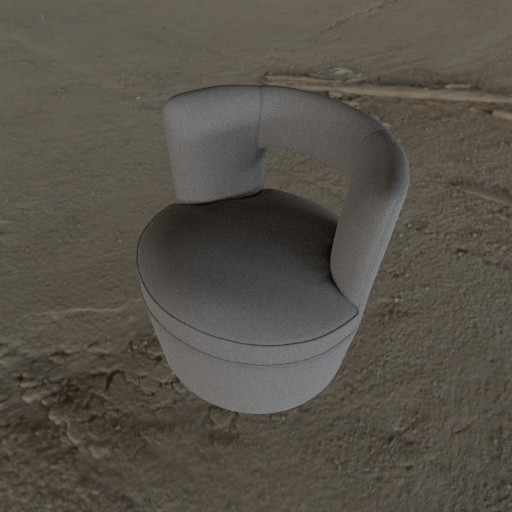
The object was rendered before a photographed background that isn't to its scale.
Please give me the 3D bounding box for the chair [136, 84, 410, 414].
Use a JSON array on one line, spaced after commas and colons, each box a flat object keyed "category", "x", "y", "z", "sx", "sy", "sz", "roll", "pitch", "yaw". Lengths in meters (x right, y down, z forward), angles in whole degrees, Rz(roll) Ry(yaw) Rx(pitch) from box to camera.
[{"category": "chair", "x": 0.000, "y": 0.000, "z": 1.261, "sx": 0.689, "sy": 0.719, "sz": 0.660, "roll": 30, "pitch": 52, "yaw": 27}]
